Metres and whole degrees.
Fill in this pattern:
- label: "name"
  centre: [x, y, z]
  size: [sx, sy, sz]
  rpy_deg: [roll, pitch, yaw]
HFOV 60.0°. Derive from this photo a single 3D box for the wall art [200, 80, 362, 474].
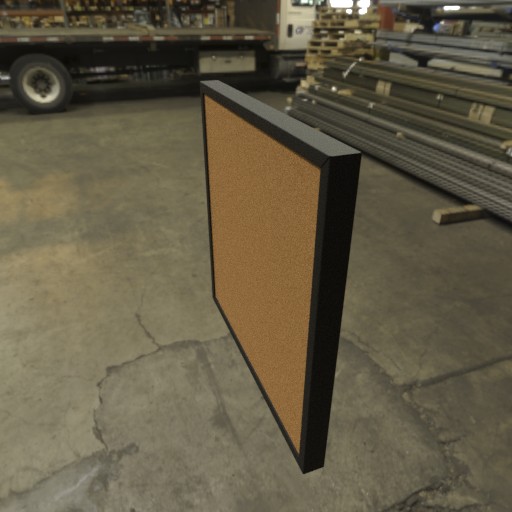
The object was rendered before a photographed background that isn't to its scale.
- label: "wall art"
  centre: [0.000, 0.000, 0.776]
  size: [0.037, 0.508, 0.508]
  rpy_deg: [-11, 32, -18]
